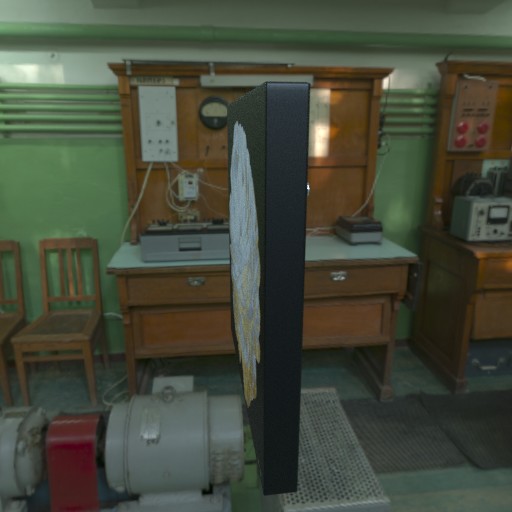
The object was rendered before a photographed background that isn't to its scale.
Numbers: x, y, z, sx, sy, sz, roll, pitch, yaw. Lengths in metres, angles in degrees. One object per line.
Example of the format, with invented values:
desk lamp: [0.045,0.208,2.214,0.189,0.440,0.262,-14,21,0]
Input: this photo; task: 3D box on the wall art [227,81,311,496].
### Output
wall art: [0.000,0.000,0.601,0.041,0.407,0.406,-2,16,-8]
